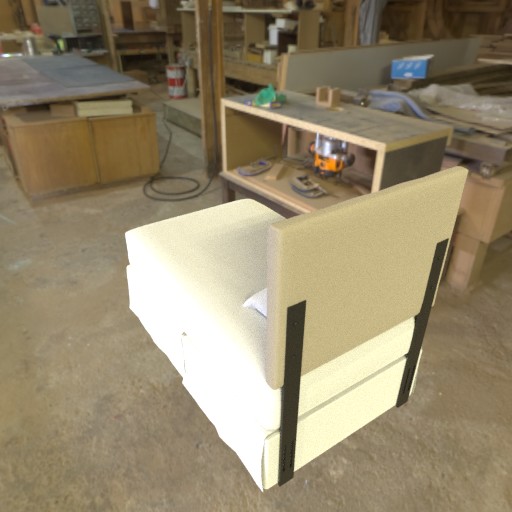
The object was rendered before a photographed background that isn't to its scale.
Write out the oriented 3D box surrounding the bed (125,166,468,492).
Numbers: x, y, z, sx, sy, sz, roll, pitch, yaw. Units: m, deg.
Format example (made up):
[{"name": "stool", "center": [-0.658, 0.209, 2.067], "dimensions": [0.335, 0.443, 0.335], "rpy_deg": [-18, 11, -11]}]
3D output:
[{"name": "bed", "center": [0.000, 0.000, 2.931], "dimensions": [1.261, 1.571, 1.997], "rpy_deg": [-19, 36, -29]}]
